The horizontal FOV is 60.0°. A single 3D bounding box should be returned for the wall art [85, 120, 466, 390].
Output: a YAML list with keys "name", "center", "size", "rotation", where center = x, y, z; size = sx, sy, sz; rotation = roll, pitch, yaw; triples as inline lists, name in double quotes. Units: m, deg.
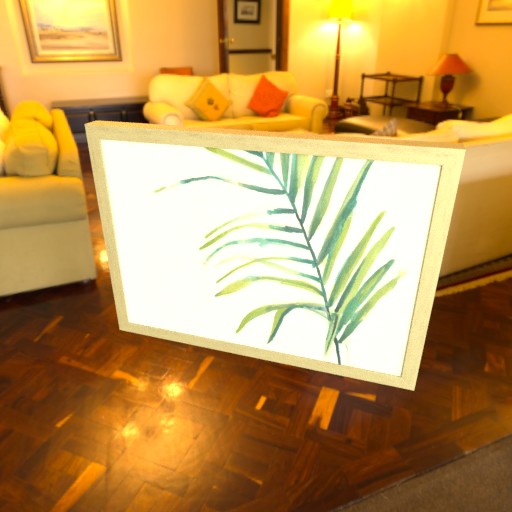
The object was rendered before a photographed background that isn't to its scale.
- name: "wall art"
  center: [0.000, 0.000, 0.697]
  size: [0.532, 0.380, 0.032]
  rotation: [8, 28, 15]
